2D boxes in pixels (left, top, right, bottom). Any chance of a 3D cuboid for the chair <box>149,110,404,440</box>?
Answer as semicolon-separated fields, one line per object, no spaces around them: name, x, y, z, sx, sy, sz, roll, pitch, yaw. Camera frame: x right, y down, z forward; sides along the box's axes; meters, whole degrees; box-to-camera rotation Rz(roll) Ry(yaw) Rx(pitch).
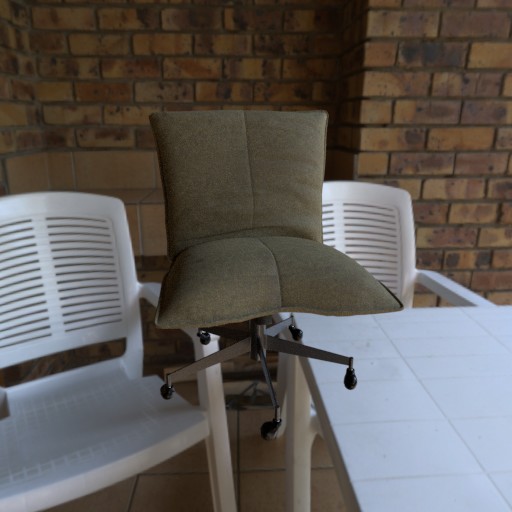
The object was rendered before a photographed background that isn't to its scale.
chair;0.000;0.000;1.268;0.597;0.811;0.696;-3;17;-8
